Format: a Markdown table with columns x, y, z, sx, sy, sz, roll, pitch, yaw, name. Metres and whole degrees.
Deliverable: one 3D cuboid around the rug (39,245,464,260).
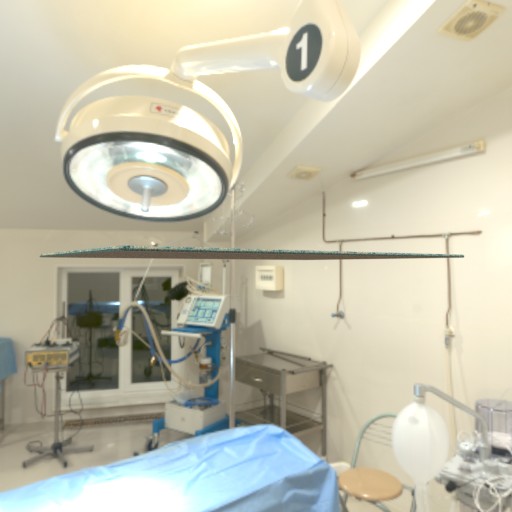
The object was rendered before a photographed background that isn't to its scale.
| x | y | z | sx | sy | sz | roll | pitch | yaw | name |
| --- | --- | --- | --- | --- | --- | --- | --- | --- | --- |
| 0.000 | 0.000 | 2.287 | 1.829 | 0.016 | 1.219 | 1 | -2 | -36 | rug |
